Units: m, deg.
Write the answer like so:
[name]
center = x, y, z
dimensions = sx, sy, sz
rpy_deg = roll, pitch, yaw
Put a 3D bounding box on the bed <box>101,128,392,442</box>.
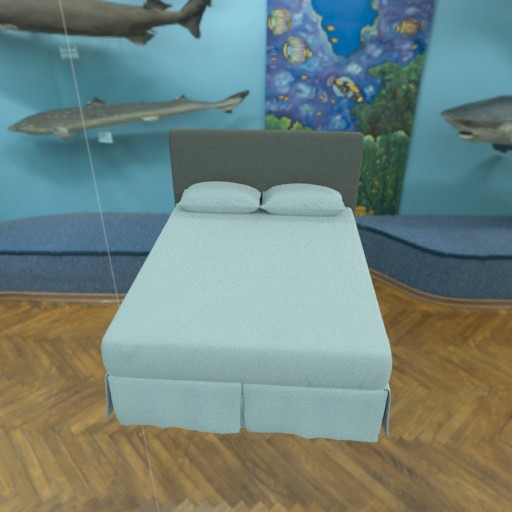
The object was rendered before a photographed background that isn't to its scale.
[bed]
center = 0.000, 0.000, 3.274
dimensions = 1.748, 1.330, 2.142
rpy_deg = 2, 30, 4
